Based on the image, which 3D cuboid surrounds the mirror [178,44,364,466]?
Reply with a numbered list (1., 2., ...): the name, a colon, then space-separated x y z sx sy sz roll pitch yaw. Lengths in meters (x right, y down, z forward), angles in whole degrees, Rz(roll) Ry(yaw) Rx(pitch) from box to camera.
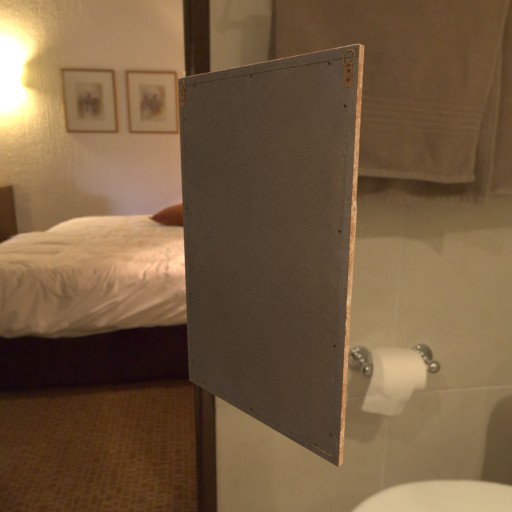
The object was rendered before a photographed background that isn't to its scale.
1. mirror: 0.000 0.000 0.980 0.495 0.787 0.058 13 18 43
